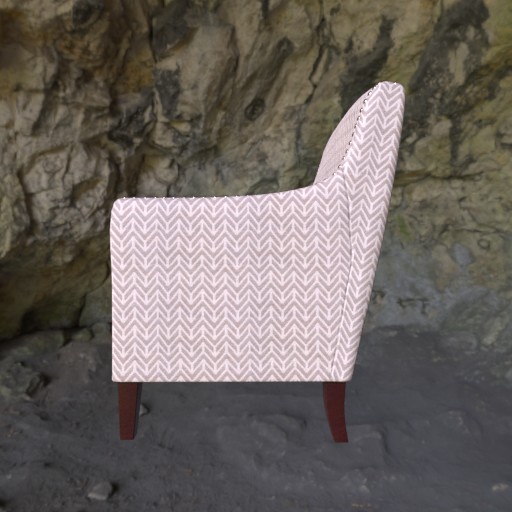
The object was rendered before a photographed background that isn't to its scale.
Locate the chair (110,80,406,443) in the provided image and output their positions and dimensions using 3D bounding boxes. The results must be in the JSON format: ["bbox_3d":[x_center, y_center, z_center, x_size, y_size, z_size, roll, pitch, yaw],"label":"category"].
[{"bbox_3d":[0.000,0.000,1.273,0.651,0.816,0.623,0,1,0],"label":"chair"}]
